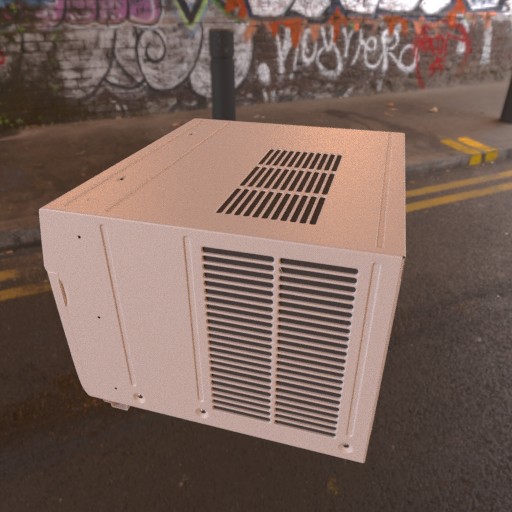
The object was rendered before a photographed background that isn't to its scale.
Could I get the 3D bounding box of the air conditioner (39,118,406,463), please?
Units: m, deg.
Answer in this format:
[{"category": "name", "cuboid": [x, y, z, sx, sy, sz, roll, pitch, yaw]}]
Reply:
[{"category": "air conditioner", "cuboid": [0.000, 0.000, 1.035, 0.599, 0.455, 0.645, 8, 31, 14]}]
